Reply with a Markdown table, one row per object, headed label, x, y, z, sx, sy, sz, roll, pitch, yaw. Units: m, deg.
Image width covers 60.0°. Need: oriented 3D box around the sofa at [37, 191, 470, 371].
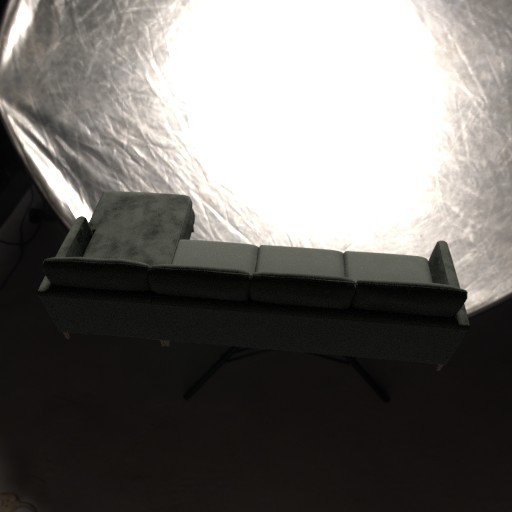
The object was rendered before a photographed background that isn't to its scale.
| label | x | y | z | sx | sy | sz | roll | pitch | yaw |
| --- | --- | --- | --- | --- | --- | --- | --- | --- | --- |
| sofa | 0.000 | 0.000 | 3.260 | 2.725 | 0.756 | 1.255 | 4 | 47 | 4 |
